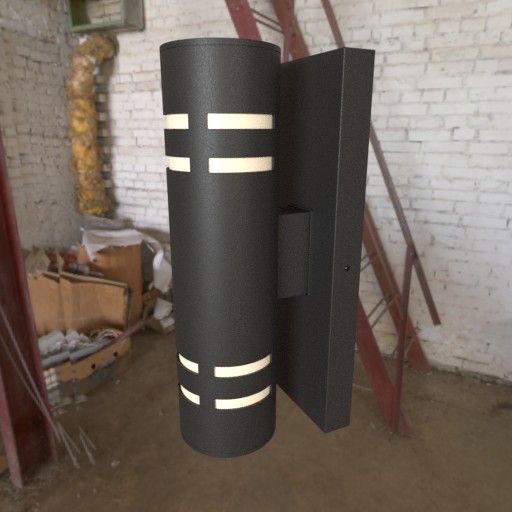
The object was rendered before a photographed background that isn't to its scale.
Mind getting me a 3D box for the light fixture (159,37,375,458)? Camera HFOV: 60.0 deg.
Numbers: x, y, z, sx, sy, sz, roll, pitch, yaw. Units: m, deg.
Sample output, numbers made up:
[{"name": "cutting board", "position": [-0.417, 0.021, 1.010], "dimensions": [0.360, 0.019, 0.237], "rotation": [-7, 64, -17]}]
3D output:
[{"name": "light fixture", "position": [0.000, 0.000, 0.391], "dimensions": [0.149, 0.330, 0.105], "rotation": [-8, 18, -25]}]
